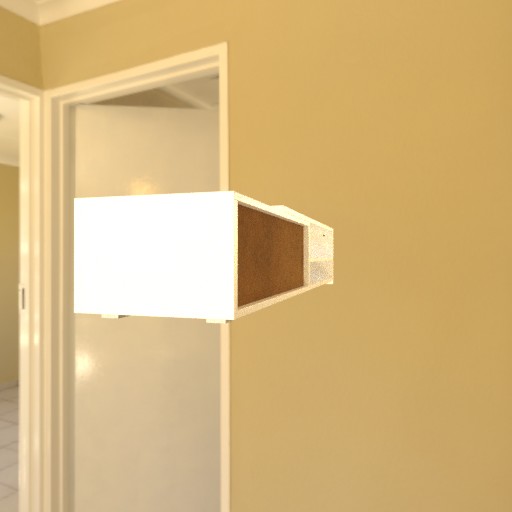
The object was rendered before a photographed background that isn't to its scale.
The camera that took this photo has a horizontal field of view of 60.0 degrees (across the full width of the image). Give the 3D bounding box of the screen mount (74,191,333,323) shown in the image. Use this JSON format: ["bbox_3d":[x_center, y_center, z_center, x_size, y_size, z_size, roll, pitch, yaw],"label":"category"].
[{"bbox_3d":[0.000,0.000,1.835,0.420,0.320,1.680,0,0,17],"label":"screen mount"}]
